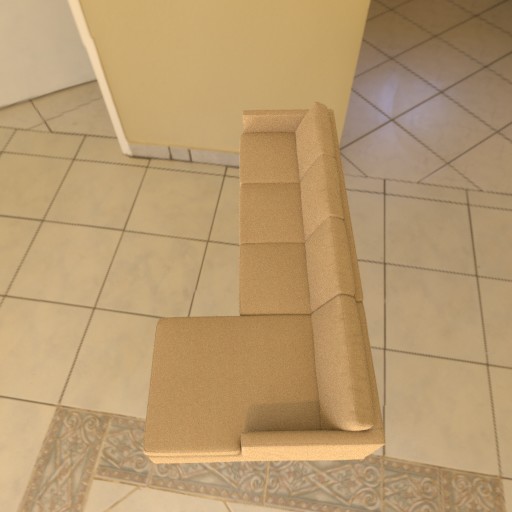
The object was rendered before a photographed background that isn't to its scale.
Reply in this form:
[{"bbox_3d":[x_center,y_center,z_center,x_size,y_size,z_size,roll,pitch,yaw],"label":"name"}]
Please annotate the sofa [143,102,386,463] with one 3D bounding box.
[{"bbox_3d":[0.000,0.000,3.850,1.622,0.867,3.177,-1,58,0],"label":"sofa"}]
